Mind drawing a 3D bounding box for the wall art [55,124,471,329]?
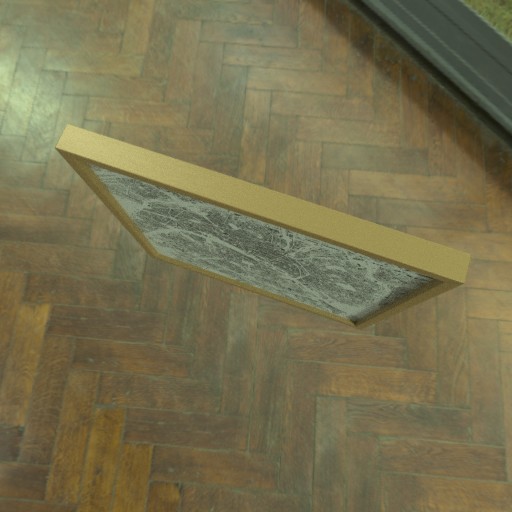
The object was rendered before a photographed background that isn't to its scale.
[{"bbox_3d":[0.000,0.000,0.768,0.509,0.509,0.036,19,76,5],"label":"wall art"}]
